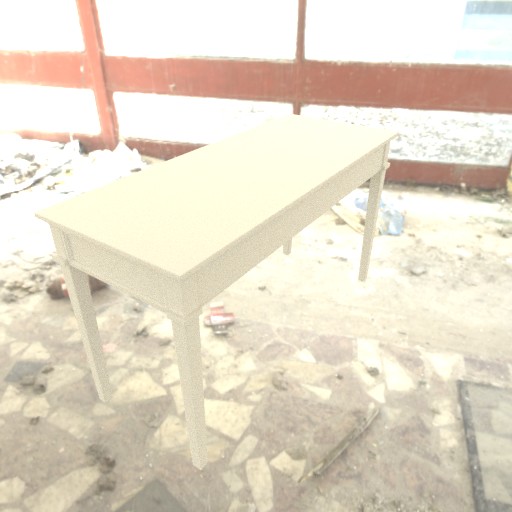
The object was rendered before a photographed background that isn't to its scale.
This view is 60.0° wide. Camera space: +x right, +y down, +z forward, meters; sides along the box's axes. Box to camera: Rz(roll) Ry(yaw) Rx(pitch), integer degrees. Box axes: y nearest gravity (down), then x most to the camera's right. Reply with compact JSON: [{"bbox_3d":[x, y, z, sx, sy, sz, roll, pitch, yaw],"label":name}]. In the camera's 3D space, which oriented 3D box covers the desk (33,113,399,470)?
[{"bbox_3d":[0.000,0.000,1.780,0.559,0.774,1.372,20,37,29],"label":"desk"}]
